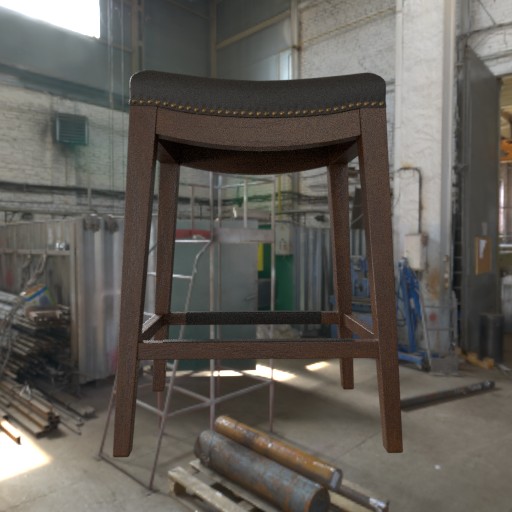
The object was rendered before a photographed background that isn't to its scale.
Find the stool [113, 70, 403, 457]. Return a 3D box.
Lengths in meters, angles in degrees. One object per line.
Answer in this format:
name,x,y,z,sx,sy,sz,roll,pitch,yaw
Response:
stool,0.000,0.000,0.914,0.490,0.664,0.353,0,2,-2
